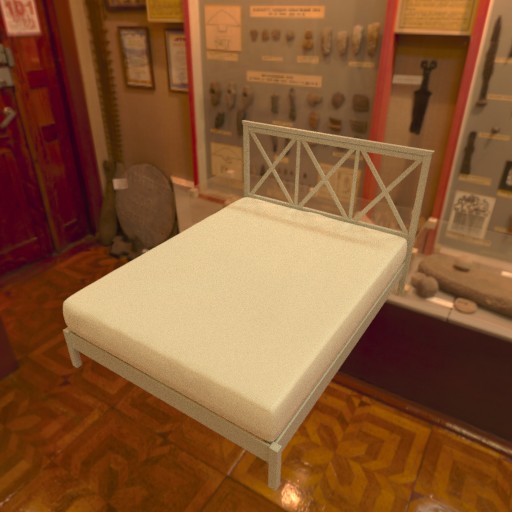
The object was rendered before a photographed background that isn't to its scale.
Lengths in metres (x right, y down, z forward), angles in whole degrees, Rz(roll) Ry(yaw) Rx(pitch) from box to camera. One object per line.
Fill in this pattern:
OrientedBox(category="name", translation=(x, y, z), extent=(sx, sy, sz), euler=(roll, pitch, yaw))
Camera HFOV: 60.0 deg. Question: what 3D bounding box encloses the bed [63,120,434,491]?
OrientedBox(category="bed", translation=(0.000, 0.000, 3.136), extent=(1.673, 1.253, 2.135), euler=(18, 35, 28))
